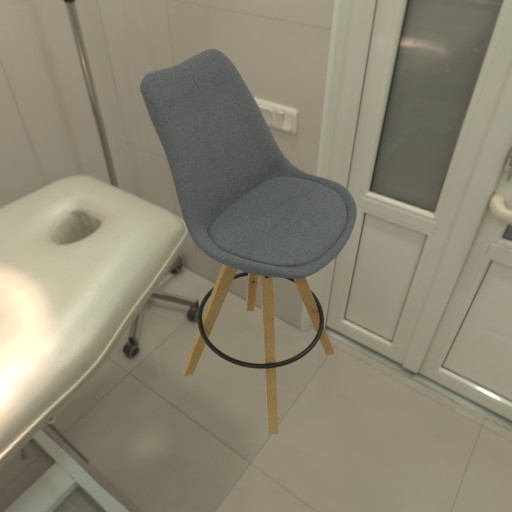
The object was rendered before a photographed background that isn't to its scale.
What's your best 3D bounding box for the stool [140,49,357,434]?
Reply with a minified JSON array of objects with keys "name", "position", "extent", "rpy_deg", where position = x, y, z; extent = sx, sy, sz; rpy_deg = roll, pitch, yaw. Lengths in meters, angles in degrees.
[{"name":"stool","position":[0.000,0.000,1.429],"extent":[0.550,1.115,0.485],"rpy_deg":[26,48,26]}]
